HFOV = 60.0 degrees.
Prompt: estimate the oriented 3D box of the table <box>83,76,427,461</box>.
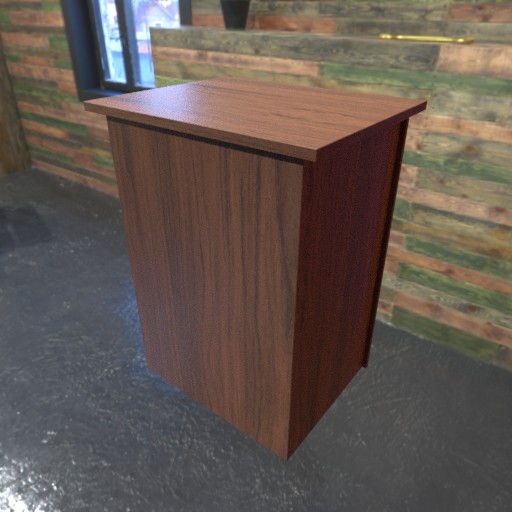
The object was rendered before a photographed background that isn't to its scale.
[{"bbox_3d":[0.000,0.000,0.946,0.480,0.636,0.381,21,36,32],"label":"table"}]
